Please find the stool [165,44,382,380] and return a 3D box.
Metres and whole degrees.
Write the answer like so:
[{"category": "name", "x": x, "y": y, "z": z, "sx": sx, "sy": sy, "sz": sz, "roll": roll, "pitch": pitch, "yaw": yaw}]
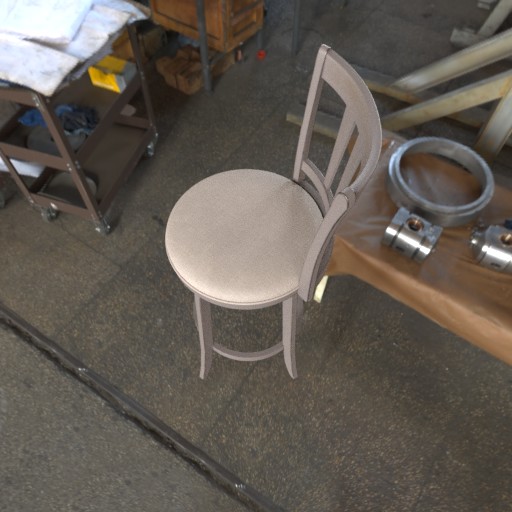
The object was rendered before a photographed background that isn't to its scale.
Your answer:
[{"category": "stool", "x": 0.000, "y": 0.000, "z": 1.264, "sx": 0.475, "sy": 1.023, "sz": 0.436, "roll": 0, "pitch": 58, "yaw": 0}]
